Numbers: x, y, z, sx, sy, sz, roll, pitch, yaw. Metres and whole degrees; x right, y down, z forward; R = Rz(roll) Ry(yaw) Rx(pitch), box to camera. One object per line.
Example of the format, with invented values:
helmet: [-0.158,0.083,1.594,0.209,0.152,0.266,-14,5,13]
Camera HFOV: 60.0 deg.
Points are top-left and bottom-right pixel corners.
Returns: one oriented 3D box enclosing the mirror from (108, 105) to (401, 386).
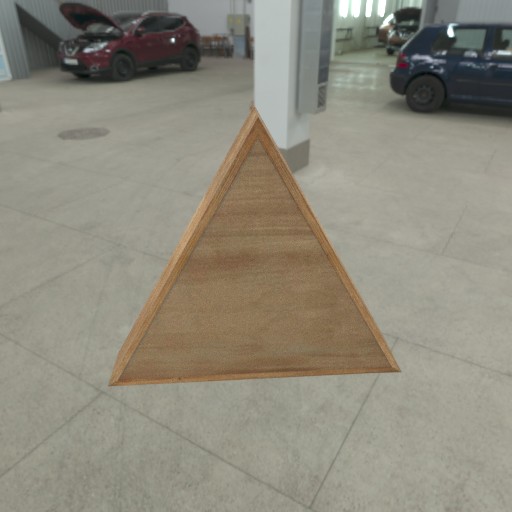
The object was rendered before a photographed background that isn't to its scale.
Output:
mirror: [0.000,0.000,0.862,0.631,0.548,0.100,-2,29,-3]
